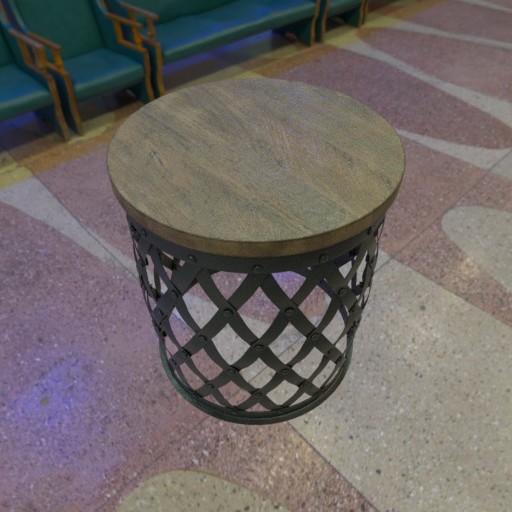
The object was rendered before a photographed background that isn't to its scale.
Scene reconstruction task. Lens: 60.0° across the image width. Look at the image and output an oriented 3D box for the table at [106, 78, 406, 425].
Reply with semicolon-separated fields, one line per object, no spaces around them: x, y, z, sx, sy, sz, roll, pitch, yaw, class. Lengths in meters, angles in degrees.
0.000;0.000;0.775;0.405;0.454;0.405;0;46;0;table
